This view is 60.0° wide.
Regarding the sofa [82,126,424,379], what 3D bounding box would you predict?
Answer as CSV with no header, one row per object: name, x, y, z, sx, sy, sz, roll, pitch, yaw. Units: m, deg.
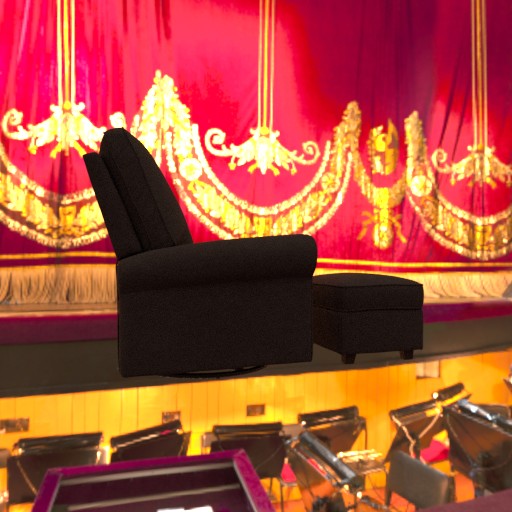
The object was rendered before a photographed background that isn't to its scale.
sofa,0.000,0.000,2.080,1.478,0.959,0.880,0,-1,-17
